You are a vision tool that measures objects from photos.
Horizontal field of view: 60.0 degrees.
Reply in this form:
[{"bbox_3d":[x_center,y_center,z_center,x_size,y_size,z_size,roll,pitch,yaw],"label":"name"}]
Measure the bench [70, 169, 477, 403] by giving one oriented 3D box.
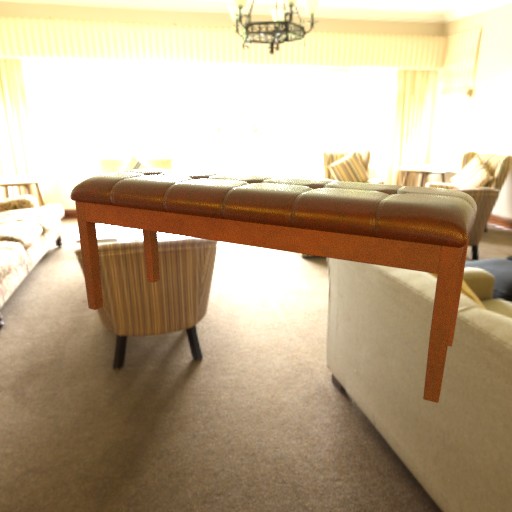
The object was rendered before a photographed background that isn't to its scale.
[{"bbox_3d":[0.000,0.000,1.463,1.259,0.491,0.401,9,19,27],"label":"bench"}]
